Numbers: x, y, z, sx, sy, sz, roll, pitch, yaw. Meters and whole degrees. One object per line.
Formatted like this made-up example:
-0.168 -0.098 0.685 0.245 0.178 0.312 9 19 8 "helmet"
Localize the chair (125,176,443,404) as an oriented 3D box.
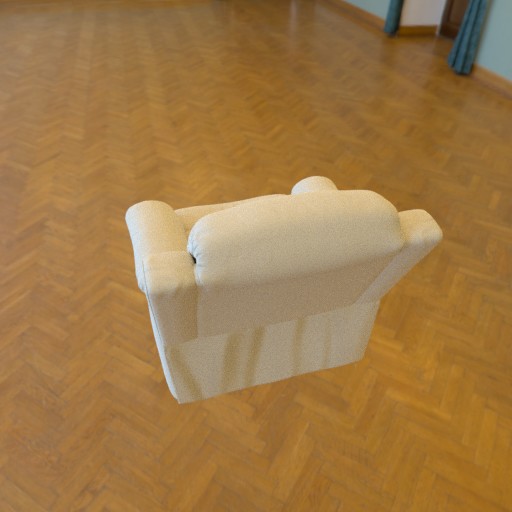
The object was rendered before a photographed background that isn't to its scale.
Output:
0.000 0.000 1.244 0.680 0.702 0.709 -10 41 -12 "chair"
